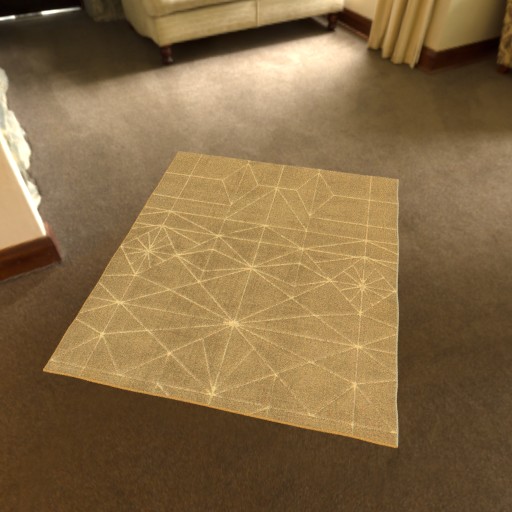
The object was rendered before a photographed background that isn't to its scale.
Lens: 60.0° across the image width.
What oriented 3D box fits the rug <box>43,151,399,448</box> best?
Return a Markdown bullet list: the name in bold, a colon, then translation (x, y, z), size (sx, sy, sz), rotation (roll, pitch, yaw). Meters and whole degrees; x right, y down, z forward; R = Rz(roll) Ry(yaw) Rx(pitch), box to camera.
- **rug**: translation (0.000, 0.000, 0.873), size (0.548, 0.006, 0.639), rotation (9, 47, 9)
